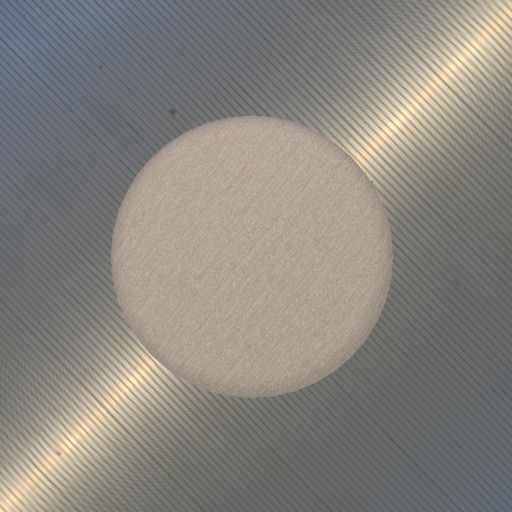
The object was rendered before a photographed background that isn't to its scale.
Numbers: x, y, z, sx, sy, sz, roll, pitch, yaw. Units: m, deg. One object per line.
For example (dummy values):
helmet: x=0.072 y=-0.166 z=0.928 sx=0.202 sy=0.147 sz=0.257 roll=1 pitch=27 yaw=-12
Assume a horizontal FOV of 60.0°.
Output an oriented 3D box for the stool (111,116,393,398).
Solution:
stool: x=0.000 y=0.000 z=1.017 sx=0.443 sy=0.757 sz=0.443 roll=0 pitch=90 yaw=1
